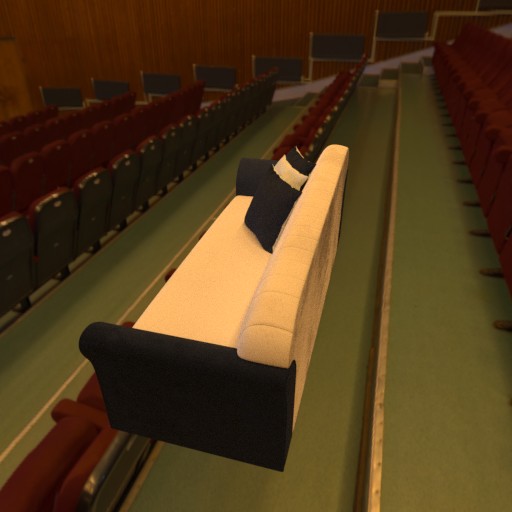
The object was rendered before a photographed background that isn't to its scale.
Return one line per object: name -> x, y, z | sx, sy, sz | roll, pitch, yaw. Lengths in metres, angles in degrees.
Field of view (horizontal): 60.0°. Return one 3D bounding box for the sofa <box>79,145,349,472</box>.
sofa -> 0.000, 0.000, 2.374 | 0.749, 0.789, 2.006 | 8, 32, 13
